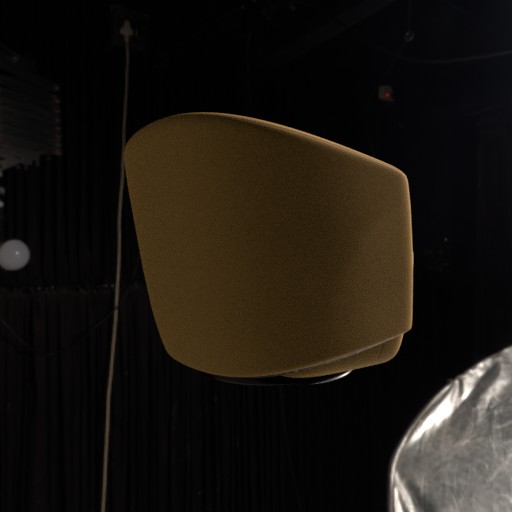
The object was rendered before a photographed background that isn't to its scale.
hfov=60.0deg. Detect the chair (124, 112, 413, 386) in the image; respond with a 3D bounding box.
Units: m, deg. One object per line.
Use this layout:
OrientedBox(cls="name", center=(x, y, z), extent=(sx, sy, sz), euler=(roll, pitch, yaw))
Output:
OrientedBox(cls="chair", center=(0.000, 0.000, 1.386), extent=(0.767, 0.698, 0.773), euler=(0, -1, -35))
